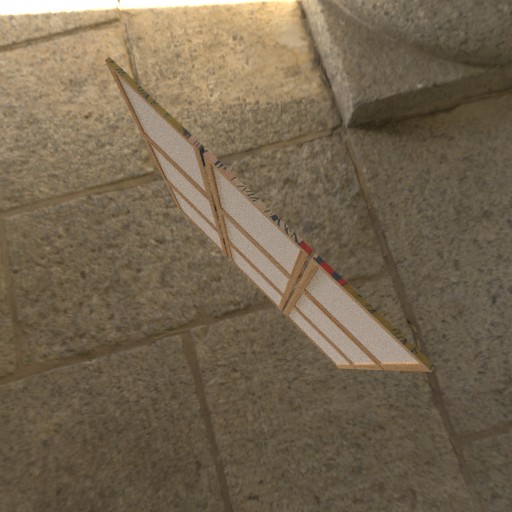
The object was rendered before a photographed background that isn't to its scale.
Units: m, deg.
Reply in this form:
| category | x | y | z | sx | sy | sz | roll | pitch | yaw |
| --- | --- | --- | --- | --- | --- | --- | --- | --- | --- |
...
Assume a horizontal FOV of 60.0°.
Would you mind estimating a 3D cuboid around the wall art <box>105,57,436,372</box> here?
| category | x | y | z | sx | sy | sz | roll | pitch | yaw |
| --- | --- | --- | --- | --- | --- | --- | --- | --- | --- |
| wall art | 0.000 | 0.000 | 1.311 | 0.013 | 0.913 | 0.904 | -44 | 80 | -10 |
